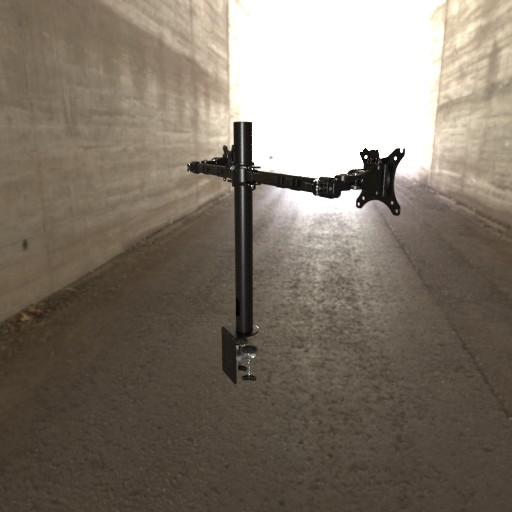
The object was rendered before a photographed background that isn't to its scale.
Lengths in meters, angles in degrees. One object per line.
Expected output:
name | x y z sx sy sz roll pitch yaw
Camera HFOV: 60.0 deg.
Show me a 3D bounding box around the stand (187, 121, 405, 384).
stand | 0.000 0.000 1.043 0.150 0.603 0.743 -7 16 -26
